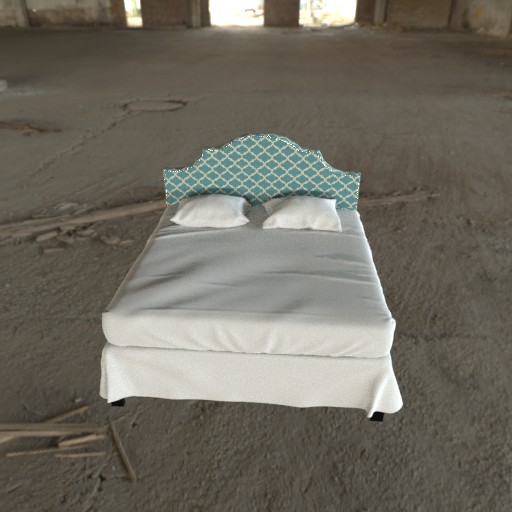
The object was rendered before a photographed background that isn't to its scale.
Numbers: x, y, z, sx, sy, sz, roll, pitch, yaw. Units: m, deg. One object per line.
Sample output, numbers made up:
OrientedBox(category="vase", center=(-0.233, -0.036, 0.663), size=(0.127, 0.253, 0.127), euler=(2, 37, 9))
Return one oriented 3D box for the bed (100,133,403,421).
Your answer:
OrientedBox(category="bed", center=(0.000, 0.000, 3.795), size=(2.314, 1.601, 2.222), euler=(2, 30, 4))
